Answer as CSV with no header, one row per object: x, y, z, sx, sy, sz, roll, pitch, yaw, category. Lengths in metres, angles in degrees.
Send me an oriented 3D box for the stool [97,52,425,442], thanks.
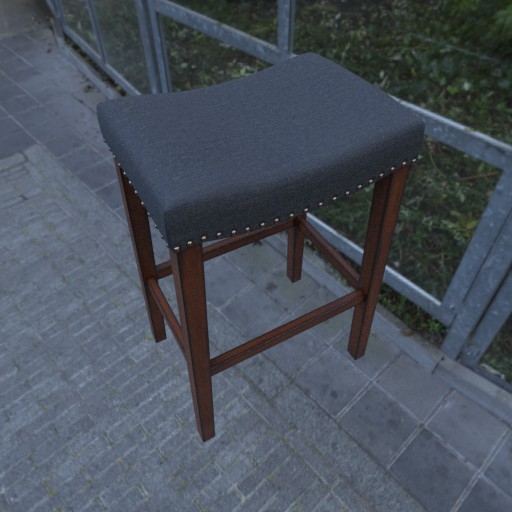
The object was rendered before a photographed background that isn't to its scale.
0.000,0.000,1.021,0.502,0.748,0.366,-22,50,-20,stool
